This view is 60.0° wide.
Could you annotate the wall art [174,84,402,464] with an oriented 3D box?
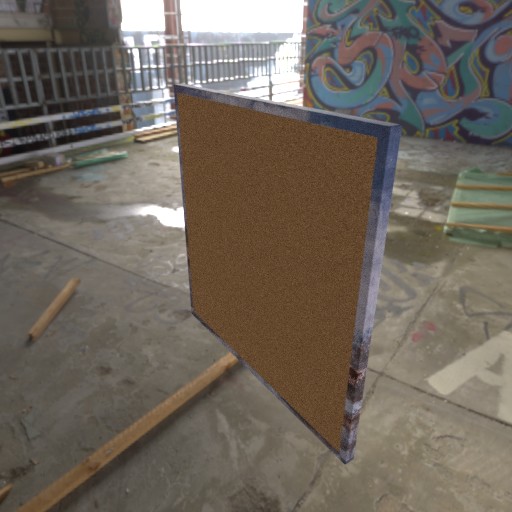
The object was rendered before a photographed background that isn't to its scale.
[{"bbox_3d":[0.000,0.000,1.332,0.035,0.897,0.888,-18,32,-31],"label":"wall art"}]
